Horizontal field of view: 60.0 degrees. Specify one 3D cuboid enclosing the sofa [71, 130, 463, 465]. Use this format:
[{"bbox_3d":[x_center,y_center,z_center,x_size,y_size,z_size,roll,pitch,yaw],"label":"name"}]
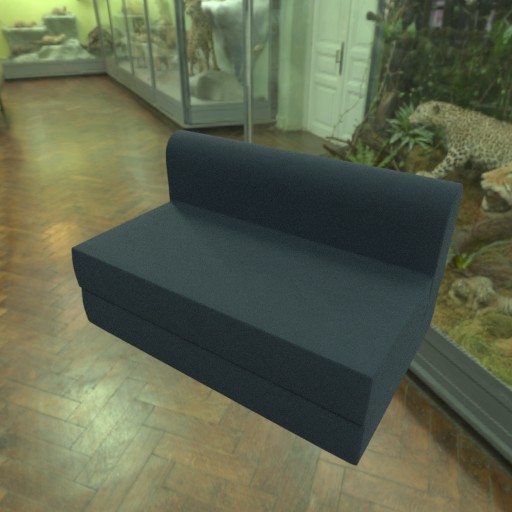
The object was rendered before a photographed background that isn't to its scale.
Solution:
[{"bbox_3d":[0.000,0.000,1.667,1.219,0.660,0.762,19,35,29],"label":"sofa"}]
